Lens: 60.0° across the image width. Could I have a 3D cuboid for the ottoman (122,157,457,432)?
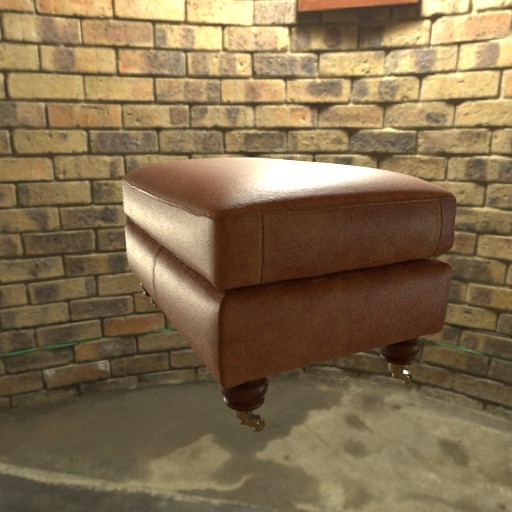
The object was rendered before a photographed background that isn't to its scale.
[{"bbox_3d":[0.000,0.000,1.189,0.565,0.507,0.852,-7,16,-25],"label":"ottoman"}]
